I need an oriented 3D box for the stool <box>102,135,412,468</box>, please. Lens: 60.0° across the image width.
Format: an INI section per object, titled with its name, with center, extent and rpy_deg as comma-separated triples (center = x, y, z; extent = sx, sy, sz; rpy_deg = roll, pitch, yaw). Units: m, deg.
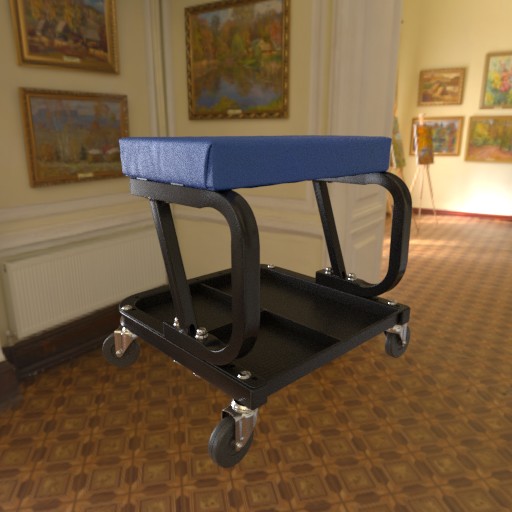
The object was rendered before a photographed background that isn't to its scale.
[stool]
center = 0.000, 0.000, 0.728
extent = 0.446, 0.380, 0.371
rpy_deg = -14, 21, -41
